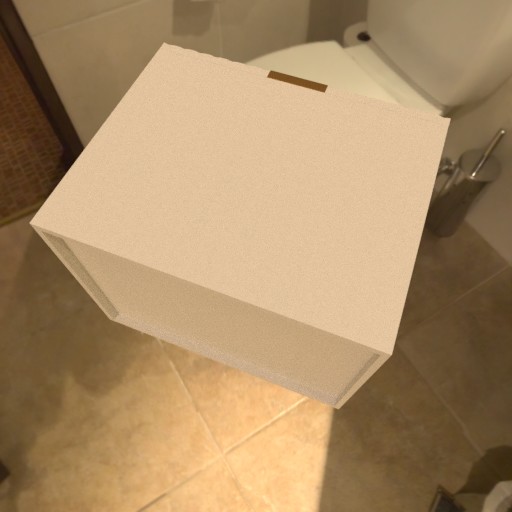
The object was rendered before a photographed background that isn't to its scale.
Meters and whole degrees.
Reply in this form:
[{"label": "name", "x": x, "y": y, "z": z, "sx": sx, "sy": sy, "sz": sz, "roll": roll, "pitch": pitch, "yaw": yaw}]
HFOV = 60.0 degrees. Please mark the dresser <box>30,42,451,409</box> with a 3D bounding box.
[{"label": "dresser", "x": 0.000, "y": 0.000, "z": 0.902, "sx": 0.503, "sy": 0.568, "sz": 0.414, "roll": 19, "pitch": 63, "yaw": 10}]
